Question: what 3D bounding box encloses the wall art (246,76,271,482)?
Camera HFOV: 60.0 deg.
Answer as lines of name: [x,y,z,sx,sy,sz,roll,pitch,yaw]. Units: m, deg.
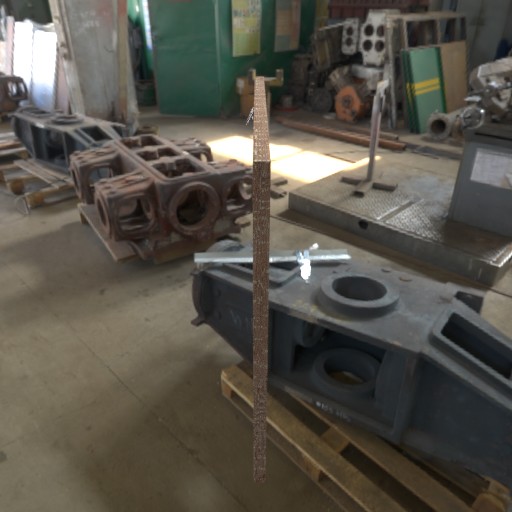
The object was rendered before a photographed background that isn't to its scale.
wall art: [0.000,0.000,0.576,0.022,0.380,0.380,0,31,0]
